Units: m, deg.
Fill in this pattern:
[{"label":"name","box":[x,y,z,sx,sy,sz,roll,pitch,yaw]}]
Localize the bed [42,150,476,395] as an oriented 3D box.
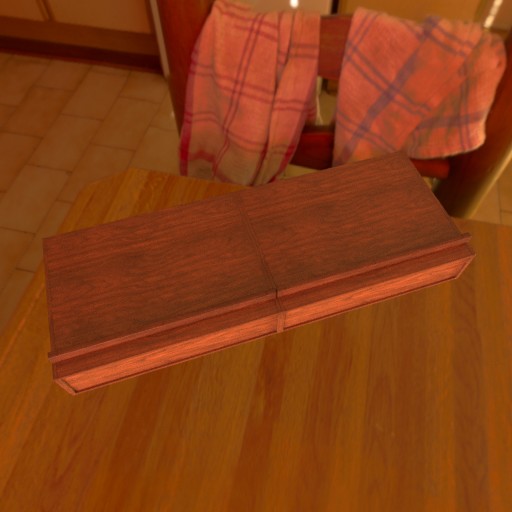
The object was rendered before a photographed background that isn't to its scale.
[{"label":"bed","box":[0.000,0.000,2.337,2.057,0.326,0.787,-15,59,-9]}]
